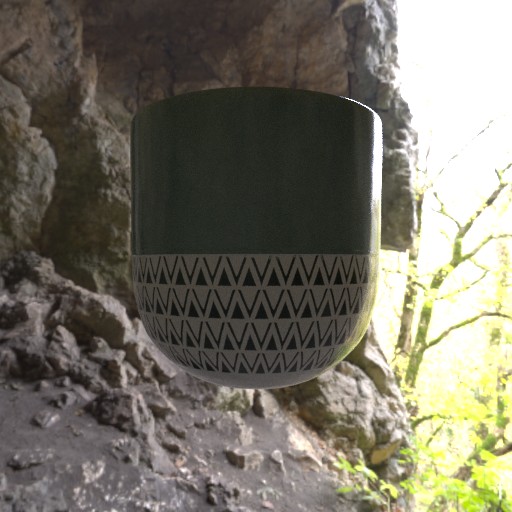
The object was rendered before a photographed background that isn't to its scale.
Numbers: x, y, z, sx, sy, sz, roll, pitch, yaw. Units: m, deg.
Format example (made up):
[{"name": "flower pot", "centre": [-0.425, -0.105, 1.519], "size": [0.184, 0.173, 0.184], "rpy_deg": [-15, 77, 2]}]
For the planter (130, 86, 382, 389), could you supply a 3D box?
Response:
[{"name": "planter", "centre": [0.000, 0.000, 0.486], "size": [0.266, 0.270, 0.266], "rpy_deg": [0, -1, 0]}]
